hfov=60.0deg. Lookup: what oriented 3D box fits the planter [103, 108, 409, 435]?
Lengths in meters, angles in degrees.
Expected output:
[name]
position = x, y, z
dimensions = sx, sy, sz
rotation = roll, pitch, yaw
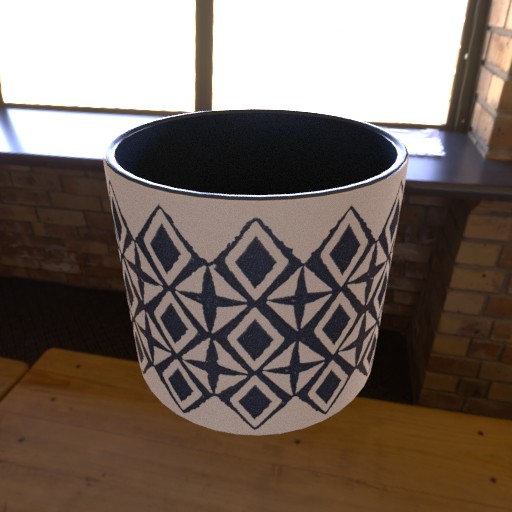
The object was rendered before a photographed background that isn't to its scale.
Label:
[planter]
position = 0.000, 0.000, 0.314
dimensions = 0.182, 0.165, 0.182
rotation = 0, 30, 0
